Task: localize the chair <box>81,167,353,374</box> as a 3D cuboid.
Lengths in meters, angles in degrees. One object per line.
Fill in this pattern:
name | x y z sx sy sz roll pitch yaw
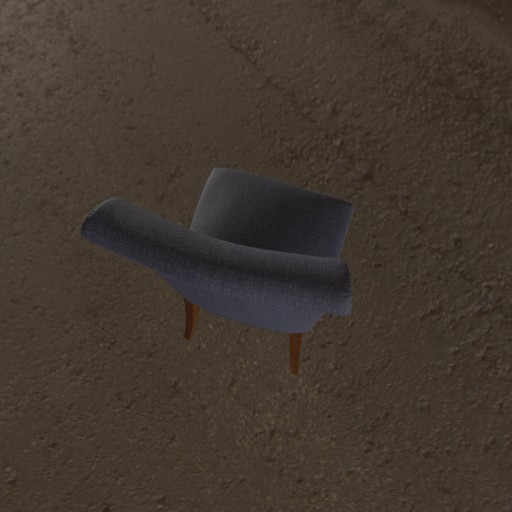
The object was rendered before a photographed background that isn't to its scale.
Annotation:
chair | 0.000 0.000 1.319 0.513 0.988 0.608 16 65 8
